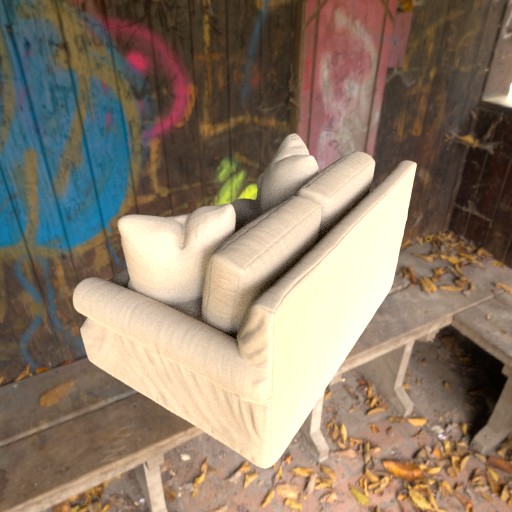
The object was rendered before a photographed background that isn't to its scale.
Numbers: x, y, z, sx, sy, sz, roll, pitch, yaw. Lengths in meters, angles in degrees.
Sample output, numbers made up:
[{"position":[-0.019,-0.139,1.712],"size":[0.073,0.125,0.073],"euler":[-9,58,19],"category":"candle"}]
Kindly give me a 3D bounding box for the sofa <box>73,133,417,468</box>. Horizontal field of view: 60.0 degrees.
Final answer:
[{"position":[0.000,0.000,2.195],"size":[1.070,0.905,1.550],"euler":[19,37,27],"category":"sofa"}]
